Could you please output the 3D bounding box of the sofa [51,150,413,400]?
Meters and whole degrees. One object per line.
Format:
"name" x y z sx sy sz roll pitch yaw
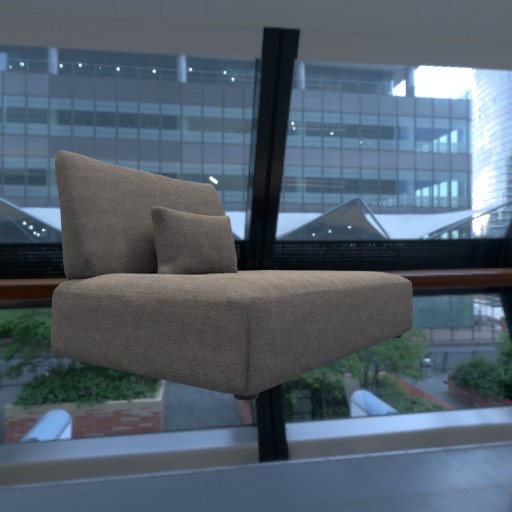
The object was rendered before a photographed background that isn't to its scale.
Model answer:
"sofa" 0.000 0.000 2.007 1.002 0.820 1.450 -1 -1 36
